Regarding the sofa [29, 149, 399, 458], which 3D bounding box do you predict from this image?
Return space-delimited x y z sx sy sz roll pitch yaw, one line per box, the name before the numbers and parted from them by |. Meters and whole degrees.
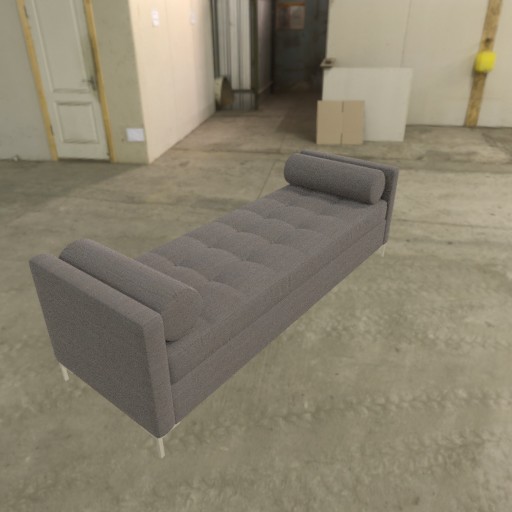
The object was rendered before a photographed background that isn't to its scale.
sofa | 0.000 0.000 2.336 0.686 0.635 1.981 21 35 33
